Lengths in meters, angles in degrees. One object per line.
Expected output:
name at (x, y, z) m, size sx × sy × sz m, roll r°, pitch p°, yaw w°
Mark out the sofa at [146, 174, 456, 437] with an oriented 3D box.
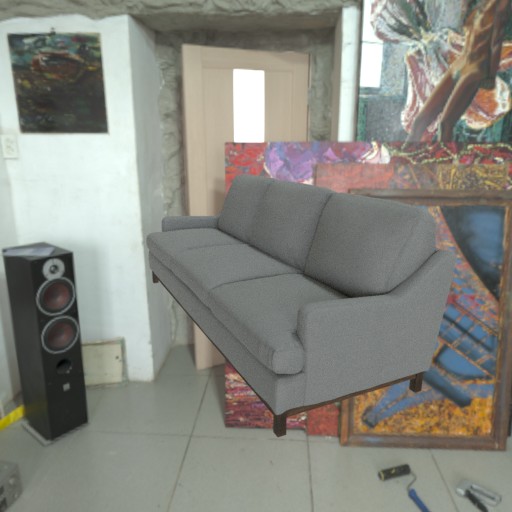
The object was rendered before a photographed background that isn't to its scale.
sofa at (0.000, 0.000, 2.929) m, size 0.987 × 0.926 × 2.344 m, roll -7°, pitch 17°, yaw -25°
